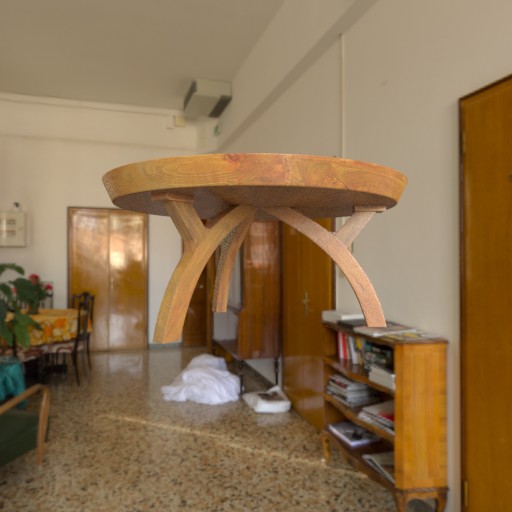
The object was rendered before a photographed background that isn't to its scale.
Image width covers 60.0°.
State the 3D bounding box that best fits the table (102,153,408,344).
[{"bbox_3d":[0.000,0.000,1.532,1.016,0.470,1.016,0,-1,0],"label":"table"}]
